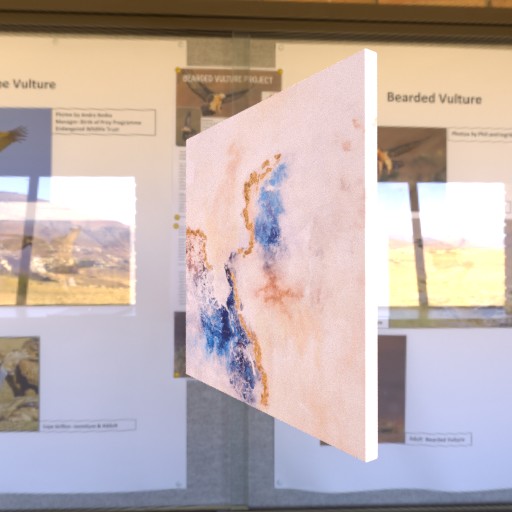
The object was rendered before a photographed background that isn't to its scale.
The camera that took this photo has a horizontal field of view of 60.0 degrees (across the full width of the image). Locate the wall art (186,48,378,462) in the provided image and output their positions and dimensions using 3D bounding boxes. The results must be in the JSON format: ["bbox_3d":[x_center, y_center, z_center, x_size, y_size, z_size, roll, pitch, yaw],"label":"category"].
[{"bbox_3d":[0.000,0.000,1.327,0.038,0.889,0.889,0,0,-34],"label":"wall art"}]
